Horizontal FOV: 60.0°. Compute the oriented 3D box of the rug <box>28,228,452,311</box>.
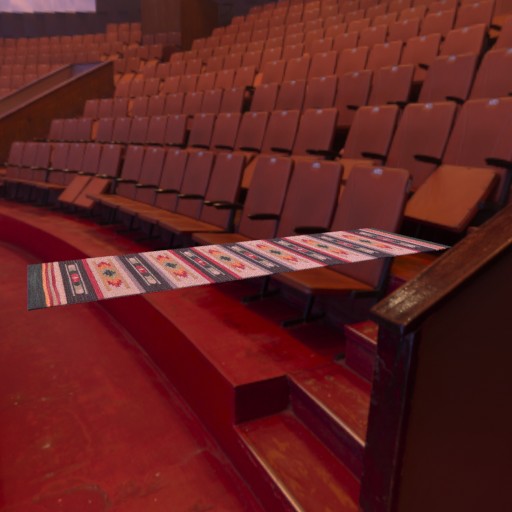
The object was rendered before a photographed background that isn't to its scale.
[{"bbox_3d":[0.000,0.000,2.642,2.440,0.009,0.760,-7,16,-26],"label":"rug"}]
